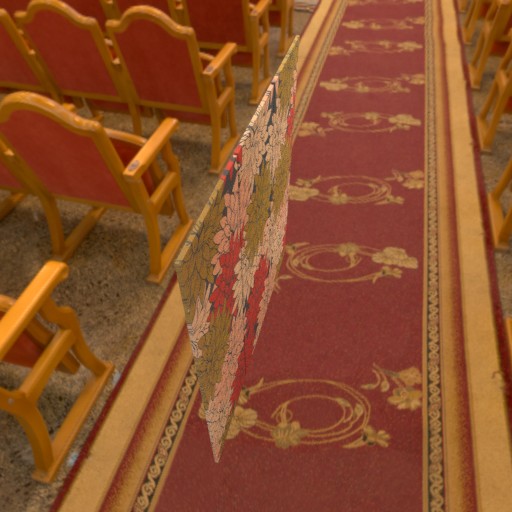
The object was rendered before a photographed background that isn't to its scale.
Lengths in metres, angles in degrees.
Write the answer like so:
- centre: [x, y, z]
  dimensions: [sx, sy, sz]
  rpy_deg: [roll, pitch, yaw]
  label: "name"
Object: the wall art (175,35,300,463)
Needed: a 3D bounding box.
- centre: [0.000, 0.000, 1.743]
  dimensions: [0.013, 1.218, 1.206]
  rpy_deg: [11, 48, 10]
  label: "wall art"
